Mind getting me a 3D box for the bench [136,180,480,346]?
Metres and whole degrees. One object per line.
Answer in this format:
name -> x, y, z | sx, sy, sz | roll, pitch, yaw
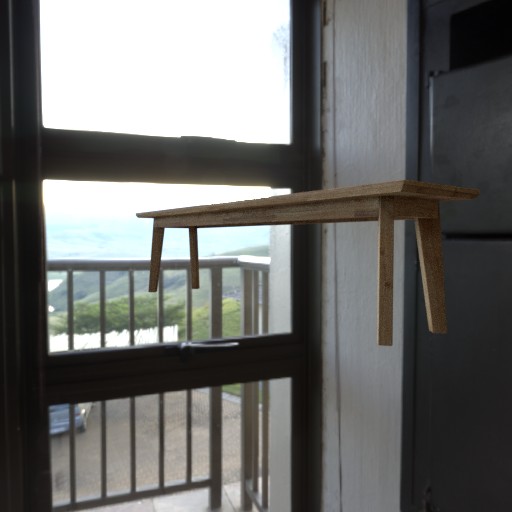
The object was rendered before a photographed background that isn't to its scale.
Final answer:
bench -> 0.000, 0.000, 1.878 | 0.378, 0.431, 1.698 | -2, 3, -37
